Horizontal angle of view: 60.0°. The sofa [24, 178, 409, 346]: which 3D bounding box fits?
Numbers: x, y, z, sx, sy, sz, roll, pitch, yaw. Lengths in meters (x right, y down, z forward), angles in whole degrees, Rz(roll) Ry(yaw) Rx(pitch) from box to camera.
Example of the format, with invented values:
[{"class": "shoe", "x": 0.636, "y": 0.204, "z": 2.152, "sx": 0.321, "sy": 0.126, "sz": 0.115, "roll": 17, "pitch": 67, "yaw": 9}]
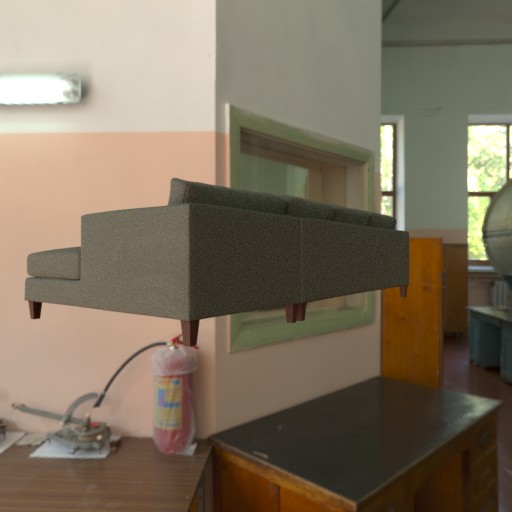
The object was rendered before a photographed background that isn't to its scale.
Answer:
[{"class": "sofa", "x": 0.000, "y": 0.000, "z": 3.836, "sx": 1.625, "sy": 0.861, "sz": 3.186, "roll": 0, "pitch": 0, "yaw": 37}]
